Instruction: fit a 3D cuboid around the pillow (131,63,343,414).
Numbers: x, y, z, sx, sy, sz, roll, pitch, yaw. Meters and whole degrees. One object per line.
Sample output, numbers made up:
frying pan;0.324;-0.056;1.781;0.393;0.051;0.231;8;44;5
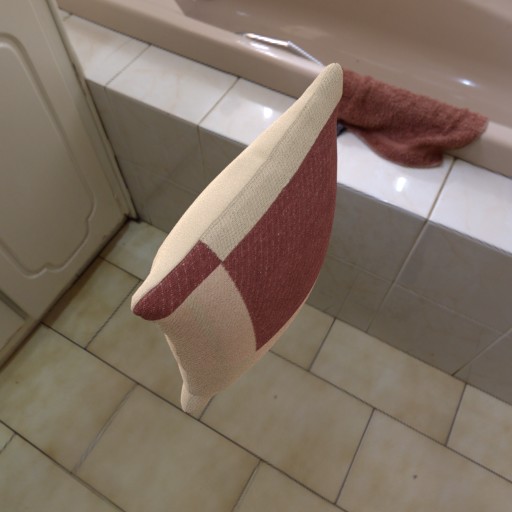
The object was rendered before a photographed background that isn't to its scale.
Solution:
pillow;0.000;0.000;0.815;0.229;0.506;0.536;28;63;16
